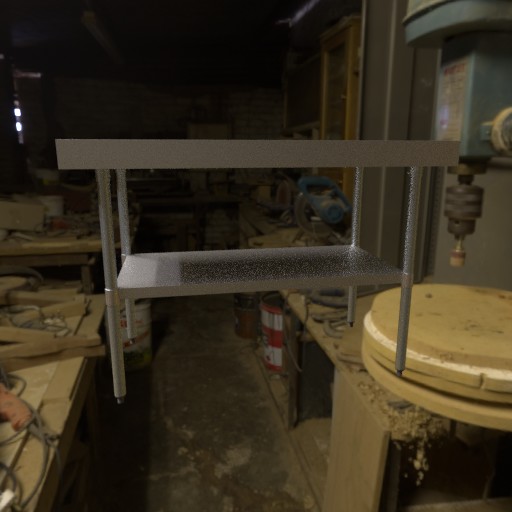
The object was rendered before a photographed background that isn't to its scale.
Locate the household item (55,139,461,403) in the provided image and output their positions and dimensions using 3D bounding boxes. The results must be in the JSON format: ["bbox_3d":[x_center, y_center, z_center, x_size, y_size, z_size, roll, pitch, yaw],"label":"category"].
[{"bbox_3d":[0.000,0.000,1.702,1.219,0.851,0.610,-3,14,-10],"label":"household item"}]
